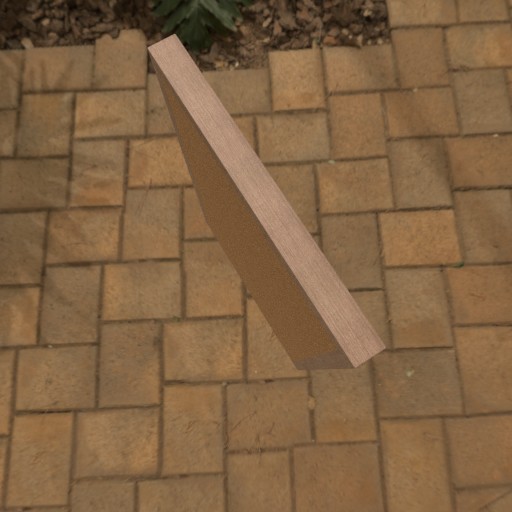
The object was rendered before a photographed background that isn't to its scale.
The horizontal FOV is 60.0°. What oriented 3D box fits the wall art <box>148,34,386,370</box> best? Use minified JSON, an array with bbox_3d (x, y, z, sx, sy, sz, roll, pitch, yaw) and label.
[{"bbox_3d":[0.000,0.000,0.641,0.031,0.509,0.356,-31,77,-8],"label":"wall art"}]
